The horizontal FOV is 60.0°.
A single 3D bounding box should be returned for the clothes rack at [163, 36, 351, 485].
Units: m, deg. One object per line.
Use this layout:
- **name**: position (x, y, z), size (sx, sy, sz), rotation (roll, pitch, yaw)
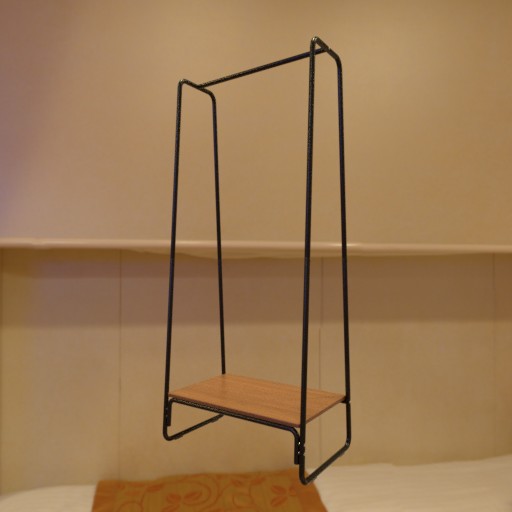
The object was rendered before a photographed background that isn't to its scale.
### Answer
- **clothes rack**: position (0.000, 0.000, 1.757), size (0.640, 1.500, 0.400), rotation (0, -1, 35)
